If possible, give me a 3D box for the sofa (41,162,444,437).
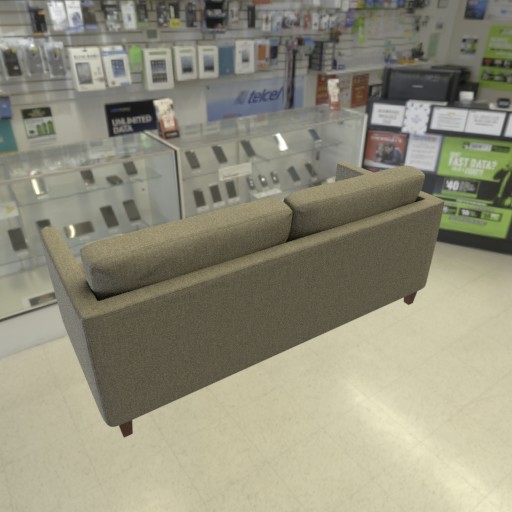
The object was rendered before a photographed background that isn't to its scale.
[{"bbox_3d":[0.000,0.000,2.688,2.208,0.960,0.956,-18,34,-28],"label":"sofa"}]
